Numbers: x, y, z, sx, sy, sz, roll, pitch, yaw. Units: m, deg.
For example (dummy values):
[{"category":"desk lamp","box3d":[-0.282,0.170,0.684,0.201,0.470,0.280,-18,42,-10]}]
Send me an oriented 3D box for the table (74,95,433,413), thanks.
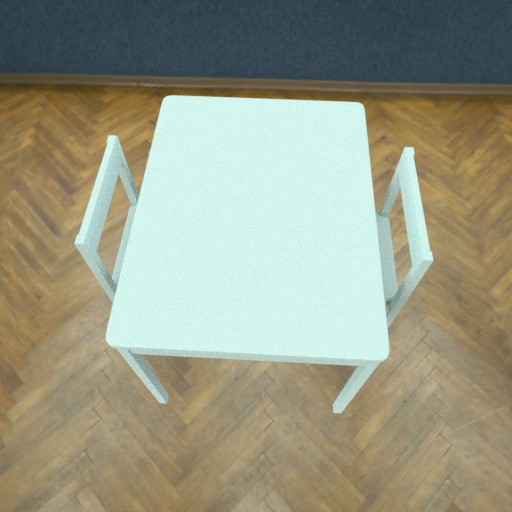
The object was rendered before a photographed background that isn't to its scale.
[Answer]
[{"category":"table","box3d":[0.000,0.000,1.111,0.672,0.503,0.650,3,59,2]}]
